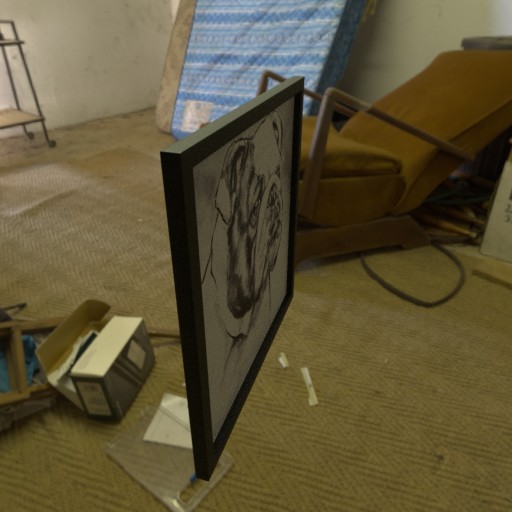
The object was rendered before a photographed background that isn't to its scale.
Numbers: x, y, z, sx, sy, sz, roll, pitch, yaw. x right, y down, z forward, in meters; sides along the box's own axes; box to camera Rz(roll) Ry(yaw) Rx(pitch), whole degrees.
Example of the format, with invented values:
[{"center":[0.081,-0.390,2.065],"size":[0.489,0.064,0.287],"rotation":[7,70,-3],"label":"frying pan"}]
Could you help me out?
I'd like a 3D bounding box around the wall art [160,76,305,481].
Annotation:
[{"center":[0.000,0.000,0.675],"size":[0.022,0.453,0.456],"rotation":[10,31,16],"label":"wall art"}]
